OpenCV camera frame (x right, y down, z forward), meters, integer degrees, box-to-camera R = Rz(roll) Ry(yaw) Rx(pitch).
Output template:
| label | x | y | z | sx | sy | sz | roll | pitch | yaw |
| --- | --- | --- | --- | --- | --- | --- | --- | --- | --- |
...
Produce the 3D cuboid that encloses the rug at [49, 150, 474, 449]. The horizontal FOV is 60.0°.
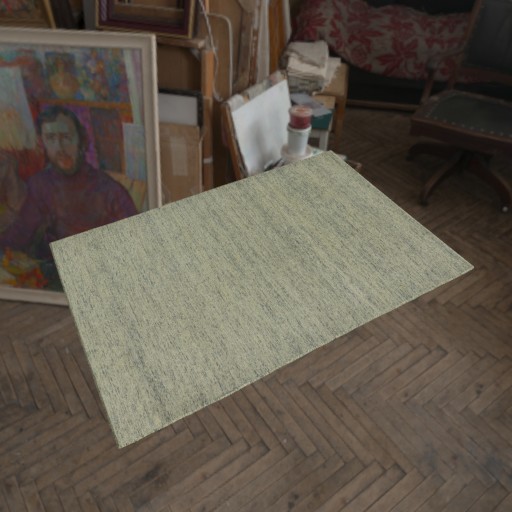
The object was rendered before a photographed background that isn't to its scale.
| label | x | y | z | sx | sy | sz | roll | pitch | yaw |
| --- | --- | --- | --- | --- | --- | --- | --- | --- | --- |
| rug | 0.000 | 0.000 | 2.301 | 1.846 | 0.014 | 1.243 | -22 | 50 | -20 |
